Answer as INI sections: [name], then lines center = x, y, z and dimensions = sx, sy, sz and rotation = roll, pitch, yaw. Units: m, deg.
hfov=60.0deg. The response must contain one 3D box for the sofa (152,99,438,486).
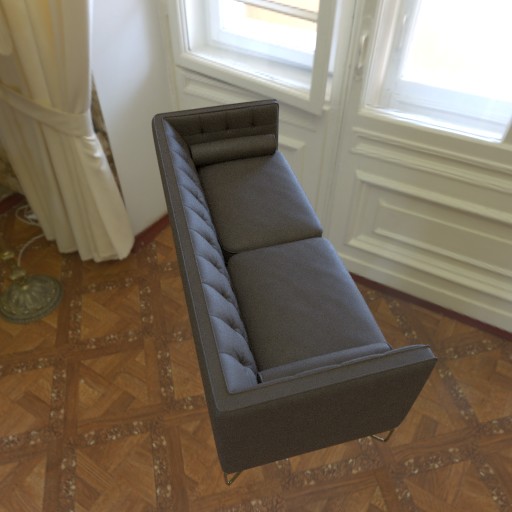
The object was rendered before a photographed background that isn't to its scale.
[sofa]
center = 0.000, 0.000, 2.503
dimensions = 0.867, 0.789, 2.087
rotation = -11, 47, -10
